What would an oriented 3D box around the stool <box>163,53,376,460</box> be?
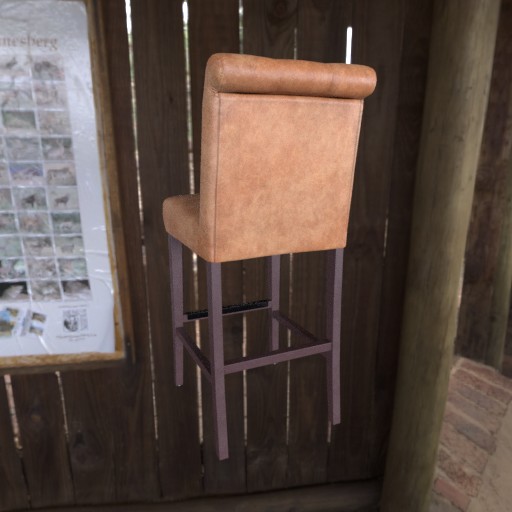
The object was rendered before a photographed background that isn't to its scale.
[{"bbox_3d":[0.000,0.000,1.478,0.493,1.140,0.601,-7,16,-24],"label":"stool"}]
